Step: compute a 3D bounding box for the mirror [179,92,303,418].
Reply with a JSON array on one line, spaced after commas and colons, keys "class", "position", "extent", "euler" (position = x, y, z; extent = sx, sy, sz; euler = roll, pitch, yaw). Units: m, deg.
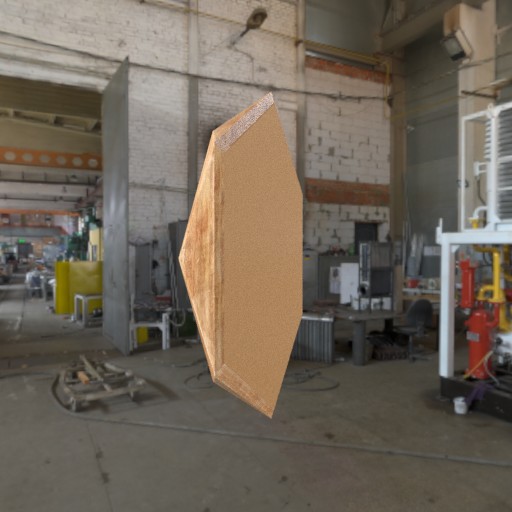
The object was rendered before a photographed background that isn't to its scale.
[{"class": "mirror", "position": [0.000, 0.000, 1.068], "extent": [0.091, 0.779, 0.675], "euler": [0, 1, 18]}]
